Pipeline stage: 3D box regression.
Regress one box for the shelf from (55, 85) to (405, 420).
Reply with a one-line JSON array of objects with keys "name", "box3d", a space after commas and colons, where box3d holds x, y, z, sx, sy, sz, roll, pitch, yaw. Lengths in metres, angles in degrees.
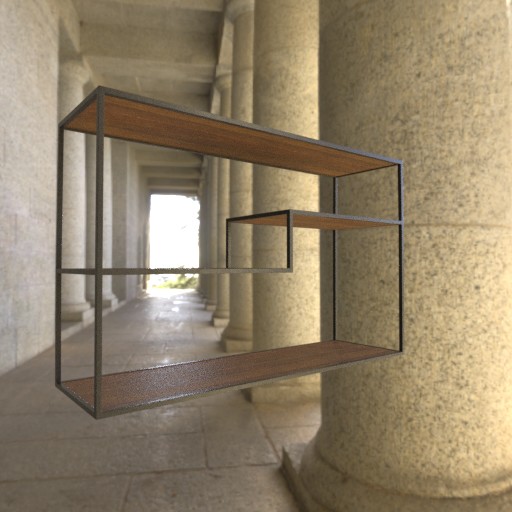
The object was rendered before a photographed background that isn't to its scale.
[{"name": "shelf", "box3d": [0.000, 0.000, 1.521, 1.201, 0.765, 0.361, 1, -2, -38]}]
